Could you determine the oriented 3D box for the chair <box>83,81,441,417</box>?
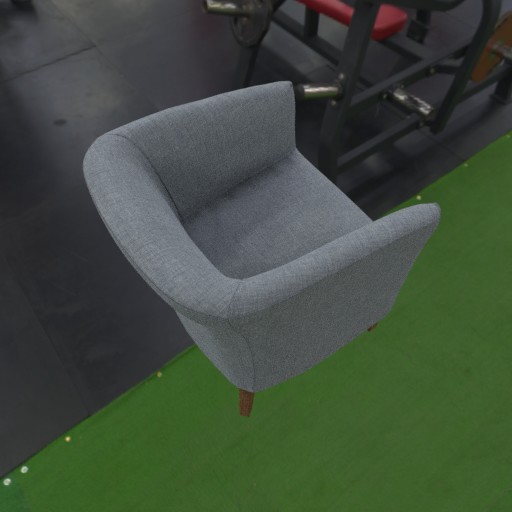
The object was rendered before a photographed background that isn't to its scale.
[{"bbox_3d":[0.000,0.000,1.247,0.668,0.771,0.600,-30,62,-18],"label":"chair"}]
